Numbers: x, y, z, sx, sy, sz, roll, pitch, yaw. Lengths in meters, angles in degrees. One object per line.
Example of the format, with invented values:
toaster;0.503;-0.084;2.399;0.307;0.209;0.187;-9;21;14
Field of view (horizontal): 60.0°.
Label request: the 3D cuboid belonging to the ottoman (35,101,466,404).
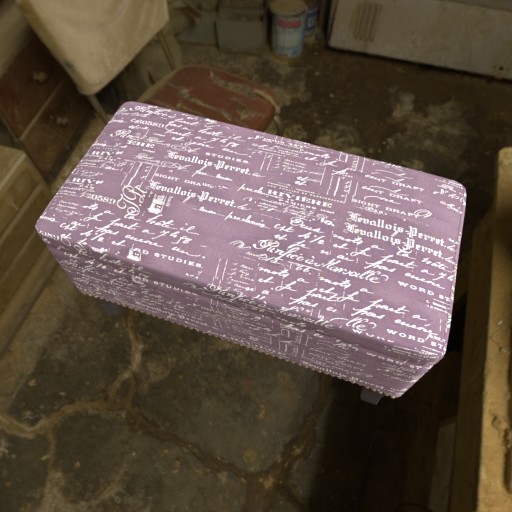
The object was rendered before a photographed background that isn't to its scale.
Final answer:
ottoman;0.000;0.000;1.064;0.813;0.457;0.406;17;61;10
